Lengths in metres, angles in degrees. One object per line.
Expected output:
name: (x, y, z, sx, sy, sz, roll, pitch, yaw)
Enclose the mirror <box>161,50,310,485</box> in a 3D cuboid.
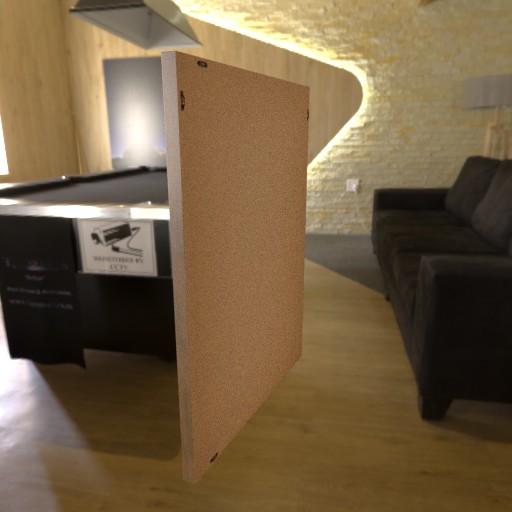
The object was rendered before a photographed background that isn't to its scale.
mirror: (0.000, 0.000, 1.328, 0.041, 1.016, 0.762, 7, 17, 25)
